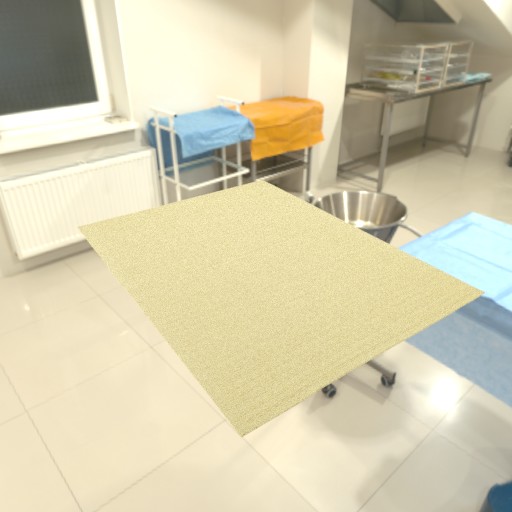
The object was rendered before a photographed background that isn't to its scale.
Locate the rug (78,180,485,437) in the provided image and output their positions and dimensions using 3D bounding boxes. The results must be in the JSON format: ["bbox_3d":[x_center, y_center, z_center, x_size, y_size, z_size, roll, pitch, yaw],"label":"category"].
[{"bbox_3d":[0.000,0.000,4.219,2.452,0.016,3.204,-19,36,-30],"label":"rug"}]
